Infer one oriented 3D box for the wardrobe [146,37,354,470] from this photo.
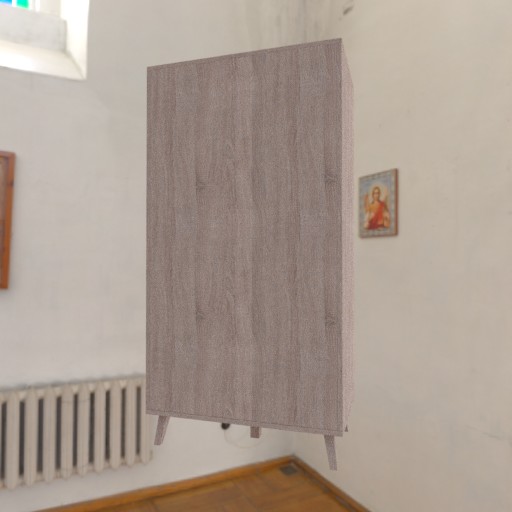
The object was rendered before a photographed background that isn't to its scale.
[{"bbox_3d":[0.000,0.000,2.422,1.000,1.960,0.600,0,-1,18],"label":"wardrobe"}]
